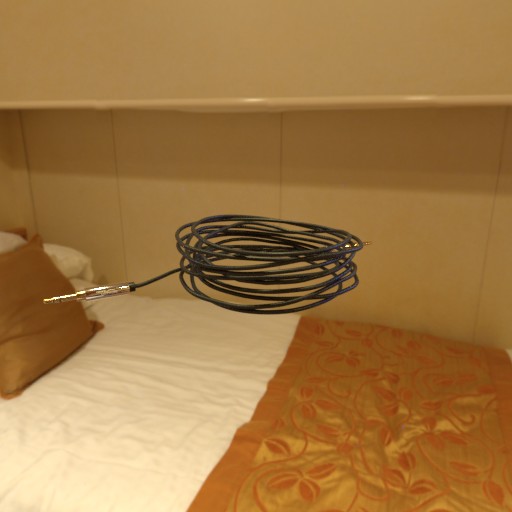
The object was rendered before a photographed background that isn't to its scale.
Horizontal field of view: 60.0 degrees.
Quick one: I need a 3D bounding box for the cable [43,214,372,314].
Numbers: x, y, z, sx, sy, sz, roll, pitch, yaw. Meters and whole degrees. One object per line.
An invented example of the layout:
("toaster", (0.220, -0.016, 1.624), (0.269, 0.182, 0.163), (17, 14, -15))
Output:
("cable", (0.000, 0.000, 0.491), (0.432, 0.069, 0.198), (-9, 19, -26))
